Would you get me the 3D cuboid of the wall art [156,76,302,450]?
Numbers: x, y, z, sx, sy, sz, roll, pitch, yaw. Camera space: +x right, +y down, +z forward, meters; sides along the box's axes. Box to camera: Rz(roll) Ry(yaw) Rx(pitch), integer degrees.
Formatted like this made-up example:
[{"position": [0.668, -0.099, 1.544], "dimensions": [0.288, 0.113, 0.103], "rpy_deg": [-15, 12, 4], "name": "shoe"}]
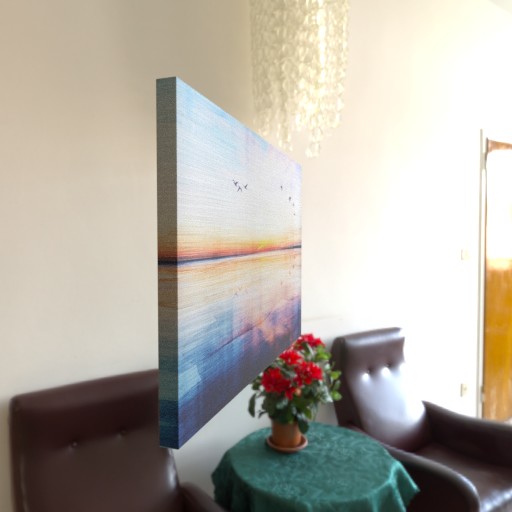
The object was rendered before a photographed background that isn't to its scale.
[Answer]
[{"position": [0.000, 0.000, 1.153], "dimensions": [0.037, 0.605, 0.911], "rpy_deg": [1, 2, 18], "name": "wall art"}]
